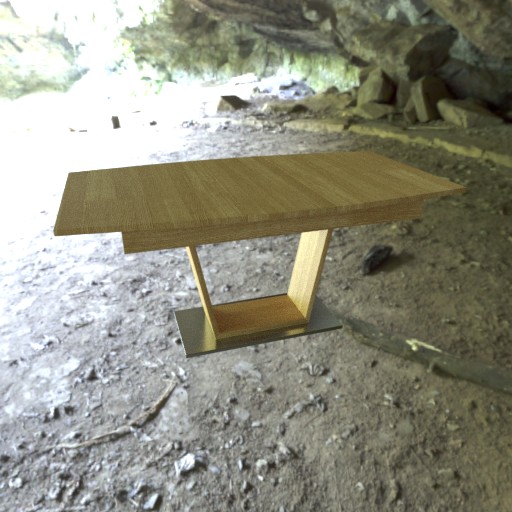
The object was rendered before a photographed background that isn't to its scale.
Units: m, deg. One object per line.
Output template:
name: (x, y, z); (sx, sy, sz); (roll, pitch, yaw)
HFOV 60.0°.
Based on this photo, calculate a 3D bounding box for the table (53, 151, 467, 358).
table: (0.000, 0.000, 2.118); (1.598, 0.748, 0.900); (-8, 26, -16)
